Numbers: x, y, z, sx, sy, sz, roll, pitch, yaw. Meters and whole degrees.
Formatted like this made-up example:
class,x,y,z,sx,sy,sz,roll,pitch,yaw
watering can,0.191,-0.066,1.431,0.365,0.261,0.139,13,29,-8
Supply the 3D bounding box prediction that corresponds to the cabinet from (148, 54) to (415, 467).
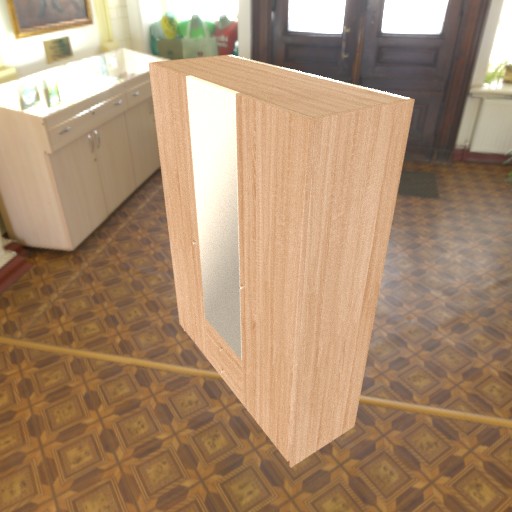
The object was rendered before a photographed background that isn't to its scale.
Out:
class,x,y,z,sx,sy,sz,roll,pitch,yaw
cabinet,0.000,0.000,2.796,0.590,2.120,1.500,-19,37,-28
